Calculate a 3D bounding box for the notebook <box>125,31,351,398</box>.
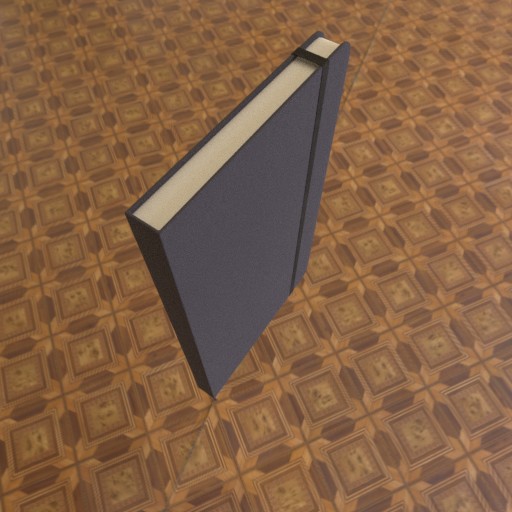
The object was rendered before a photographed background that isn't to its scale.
[{"bbox_3d":[0.000,0.000,0.258,0.016,0.213,0.127,31,64,17],"label":"notebook"}]
